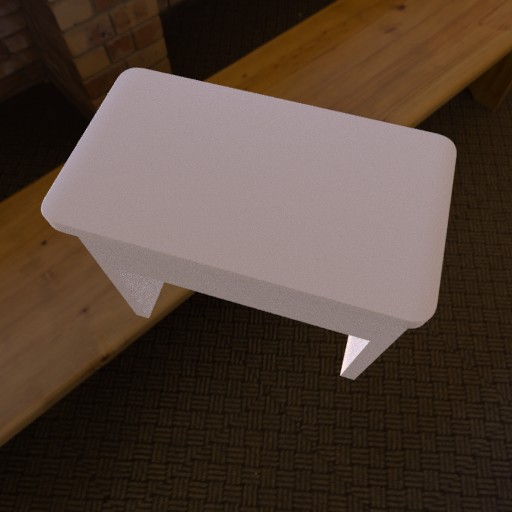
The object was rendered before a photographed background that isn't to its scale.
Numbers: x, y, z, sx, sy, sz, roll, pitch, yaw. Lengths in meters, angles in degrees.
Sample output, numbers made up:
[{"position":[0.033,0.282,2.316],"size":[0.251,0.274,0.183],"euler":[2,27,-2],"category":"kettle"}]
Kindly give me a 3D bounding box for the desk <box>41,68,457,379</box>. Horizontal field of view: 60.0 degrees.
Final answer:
[{"position":[0.000,0.000,1.265],"size":[0.790,0.760,0.446],"euler":[15,65,7],"category":"desk"}]
